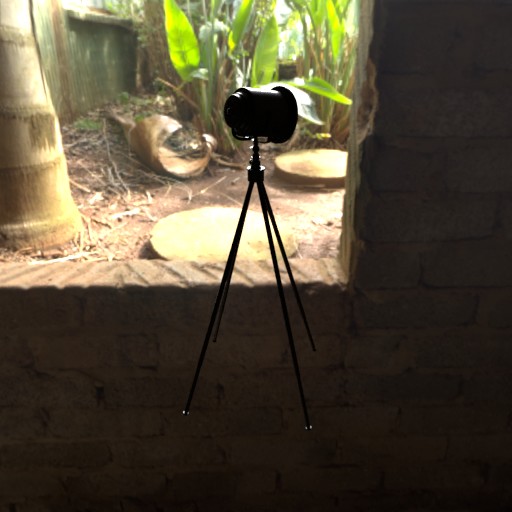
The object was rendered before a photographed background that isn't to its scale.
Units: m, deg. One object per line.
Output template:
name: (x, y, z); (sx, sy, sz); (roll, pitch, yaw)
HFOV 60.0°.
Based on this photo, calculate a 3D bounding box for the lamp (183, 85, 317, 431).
lamp: (0.000, 0.000, 2.098); (0.884, 1.504, 0.879); (-17, 31, -32)
